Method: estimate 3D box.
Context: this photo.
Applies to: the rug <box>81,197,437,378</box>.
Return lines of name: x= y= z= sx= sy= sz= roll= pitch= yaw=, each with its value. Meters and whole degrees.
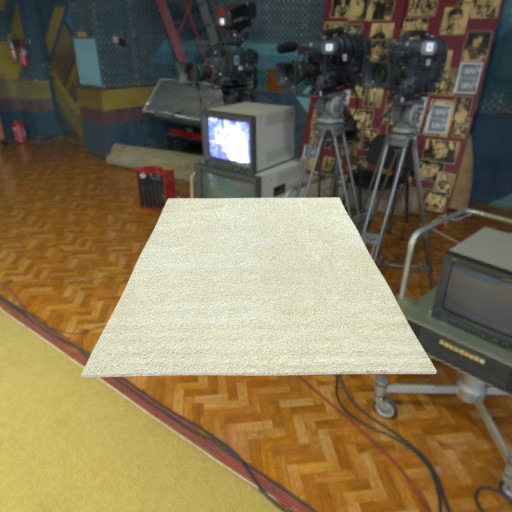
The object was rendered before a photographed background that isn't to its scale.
rug: x=0.000 y=0.000 z=3.452 sx=1.800 sy=0.025 sz=2.699 roll=0 pitch=26 yaw=-1
